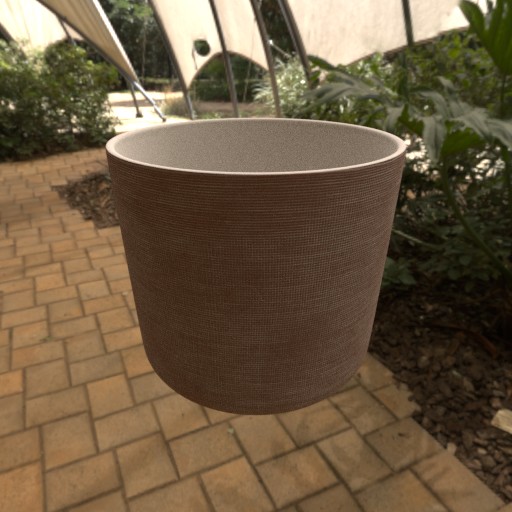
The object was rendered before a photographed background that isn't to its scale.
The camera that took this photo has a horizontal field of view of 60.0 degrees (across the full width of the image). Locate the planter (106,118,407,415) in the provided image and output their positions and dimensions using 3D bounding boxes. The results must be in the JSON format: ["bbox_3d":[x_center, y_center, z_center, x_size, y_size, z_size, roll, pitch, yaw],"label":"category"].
[{"bbox_3d":[0.000,0.000,0.760,0.440,0.398,0.440,0,25,0],"label":"planter"}]
